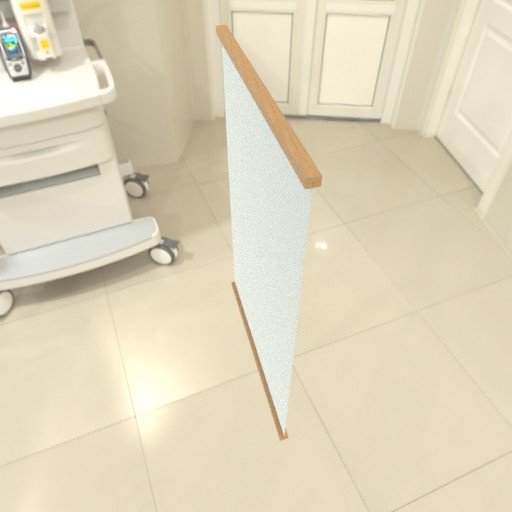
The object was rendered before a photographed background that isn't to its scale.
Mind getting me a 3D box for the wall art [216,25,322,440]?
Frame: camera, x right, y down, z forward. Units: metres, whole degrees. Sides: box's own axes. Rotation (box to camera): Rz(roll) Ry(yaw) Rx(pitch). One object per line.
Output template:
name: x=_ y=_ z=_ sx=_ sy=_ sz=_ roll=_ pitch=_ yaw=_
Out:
wall art: x=0.000 y=0.000 z=0.635 sx=0.013 sy=0.510 sz=0.335 roll=-11 pitch=47 yaw=-11
